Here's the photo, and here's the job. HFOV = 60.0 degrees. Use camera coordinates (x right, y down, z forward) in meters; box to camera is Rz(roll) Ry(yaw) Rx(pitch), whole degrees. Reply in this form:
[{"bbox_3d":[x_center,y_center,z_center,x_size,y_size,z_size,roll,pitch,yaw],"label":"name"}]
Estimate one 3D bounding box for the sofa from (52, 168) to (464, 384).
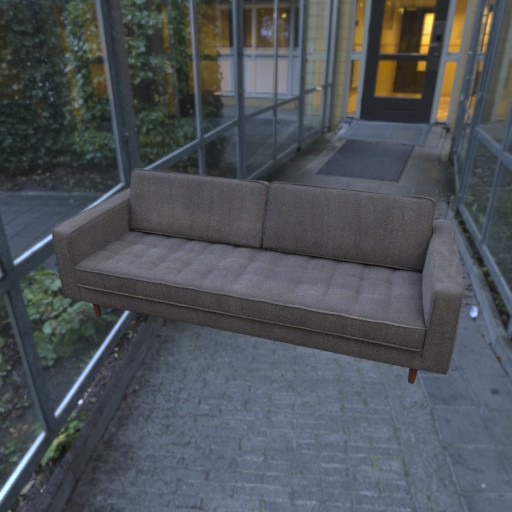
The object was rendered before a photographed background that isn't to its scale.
[{"bbox_3d":[0.000,0.000,2.715,2.295,0.813,0.923,8,27,17],"label":"sofa"}]
